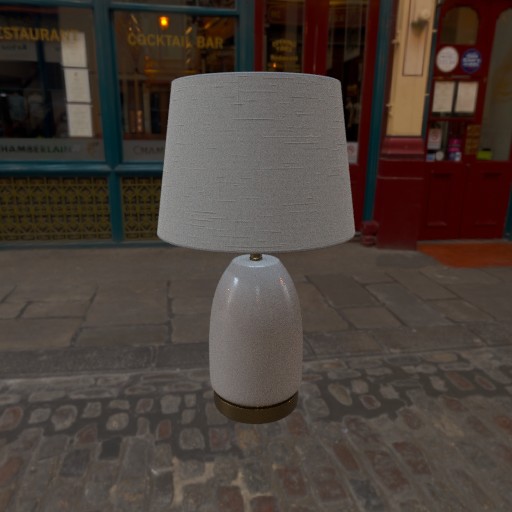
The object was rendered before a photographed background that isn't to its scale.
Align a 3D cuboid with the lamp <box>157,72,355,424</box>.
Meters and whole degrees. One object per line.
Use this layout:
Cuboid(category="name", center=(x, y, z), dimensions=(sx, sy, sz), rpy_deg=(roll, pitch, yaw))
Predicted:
Cuboid(category="lamp", center=(0.000, 0.000, 0.664), dimensions=(0.285, 0.483, 0.285), rpy_deg=(0, 15, 0))
